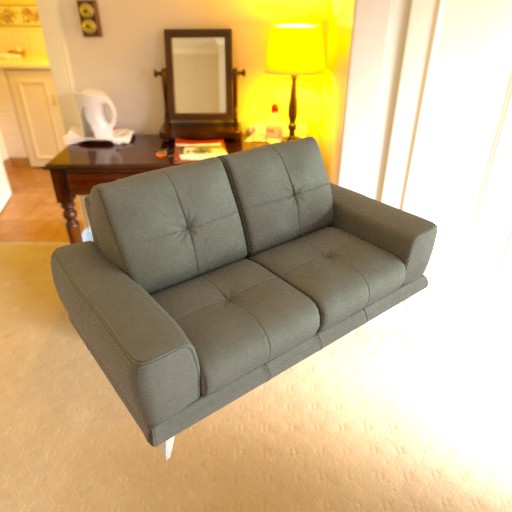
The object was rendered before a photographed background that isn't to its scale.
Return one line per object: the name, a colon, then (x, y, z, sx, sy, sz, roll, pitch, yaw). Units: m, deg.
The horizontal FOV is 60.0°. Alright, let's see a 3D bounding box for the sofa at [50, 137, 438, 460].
sofa: (0.000, 0.000, 2.306, 1.806, 0.907, 1.018, -21, 36, -32)
